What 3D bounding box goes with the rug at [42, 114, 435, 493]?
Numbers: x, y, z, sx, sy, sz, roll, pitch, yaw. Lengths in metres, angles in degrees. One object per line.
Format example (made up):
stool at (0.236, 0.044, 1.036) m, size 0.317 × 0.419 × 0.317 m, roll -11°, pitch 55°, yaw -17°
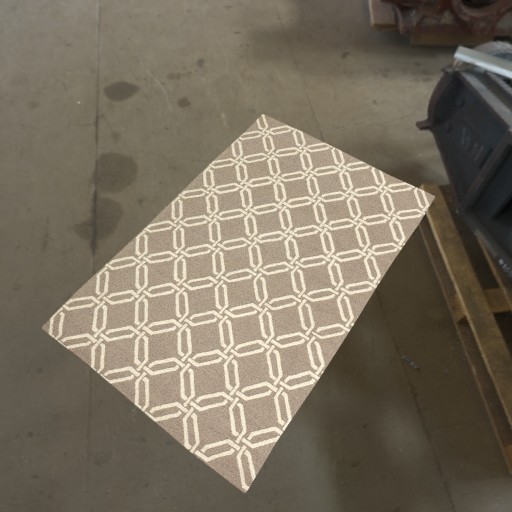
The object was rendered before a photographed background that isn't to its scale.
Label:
rug at (0.000, 0.000, 2.183) m, size 1.142 × 0.010 × 1.748 m, roll 31°, pitch 63°, yaw 18°
